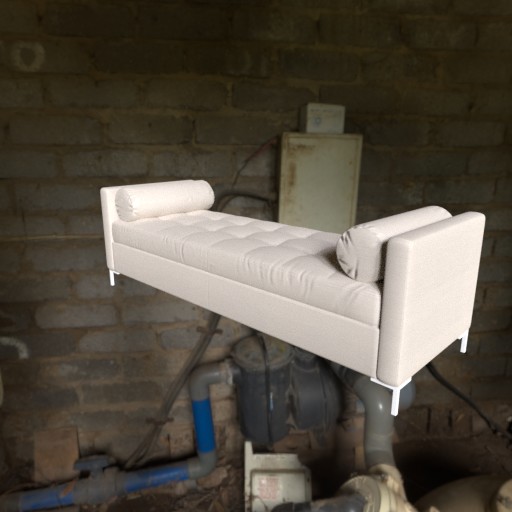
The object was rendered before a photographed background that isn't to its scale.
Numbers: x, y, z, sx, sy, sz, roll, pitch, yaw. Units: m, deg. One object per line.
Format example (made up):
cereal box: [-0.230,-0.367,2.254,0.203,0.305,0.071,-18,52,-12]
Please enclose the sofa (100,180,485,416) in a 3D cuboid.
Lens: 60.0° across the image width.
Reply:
sofa: [0.000,0.000,2.326,1.981,0.635,0.686,14,21,42]
